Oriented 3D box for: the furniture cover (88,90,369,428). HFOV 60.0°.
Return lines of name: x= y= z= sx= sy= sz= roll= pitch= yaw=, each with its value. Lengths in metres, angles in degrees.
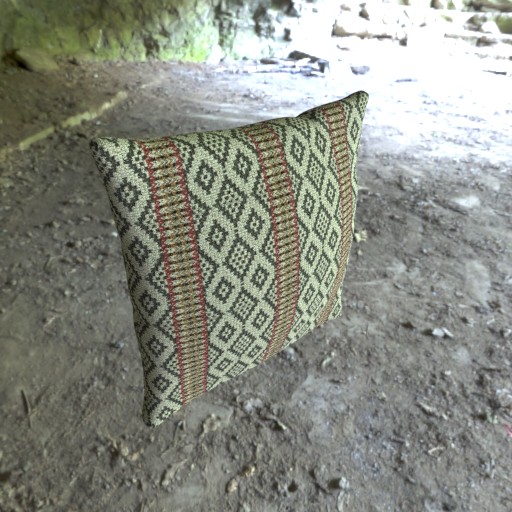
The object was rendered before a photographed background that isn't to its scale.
furniture cover: x=0.000 y=0.000 z=0.782 sx=0.503 sy=0.506 sz=0.182 roll=-23 pitch=38 yaw=-33
